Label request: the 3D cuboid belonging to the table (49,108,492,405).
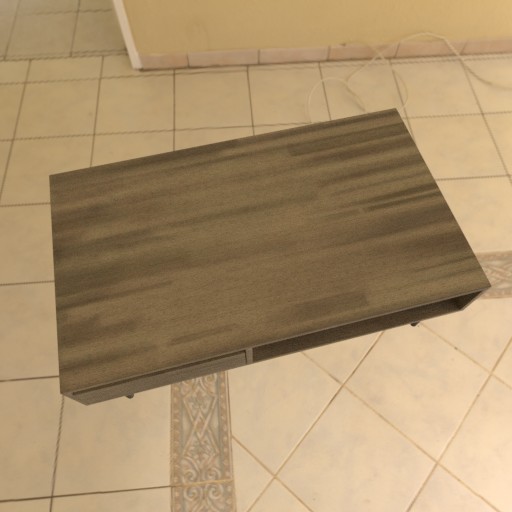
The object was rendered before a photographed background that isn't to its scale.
[{"bbox_3d":[0.000,0.000,1.369,1.088,0.347,0.643,-13,64,-6],"label":"table"}]
